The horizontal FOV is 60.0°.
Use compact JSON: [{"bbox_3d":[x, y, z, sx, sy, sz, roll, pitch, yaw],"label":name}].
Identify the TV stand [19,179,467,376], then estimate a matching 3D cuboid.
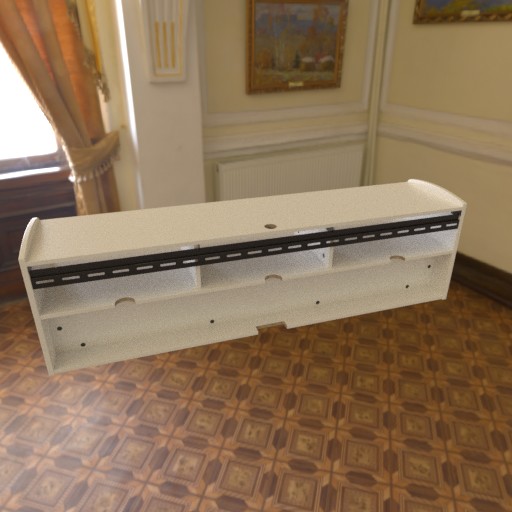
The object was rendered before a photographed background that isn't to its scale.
[{"bbox_3d":[0.000,0.000,1.651,1.473,0.424,0.397,-8,27,-16],"label":"TV stand"}]
